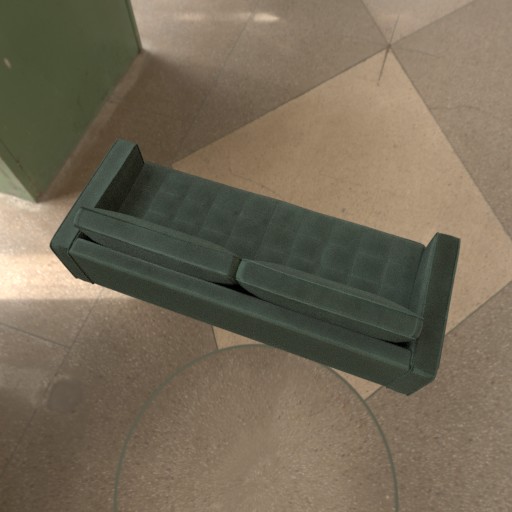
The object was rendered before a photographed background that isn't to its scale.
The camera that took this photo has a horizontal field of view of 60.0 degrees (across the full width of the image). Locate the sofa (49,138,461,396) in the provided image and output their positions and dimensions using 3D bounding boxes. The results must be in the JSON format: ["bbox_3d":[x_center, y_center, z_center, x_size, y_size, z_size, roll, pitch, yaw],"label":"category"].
[{"bbox_3d":[0.000,0.000,2.677,2.214,0.781,0.886,18,64,9],"label":"sofa"}]
